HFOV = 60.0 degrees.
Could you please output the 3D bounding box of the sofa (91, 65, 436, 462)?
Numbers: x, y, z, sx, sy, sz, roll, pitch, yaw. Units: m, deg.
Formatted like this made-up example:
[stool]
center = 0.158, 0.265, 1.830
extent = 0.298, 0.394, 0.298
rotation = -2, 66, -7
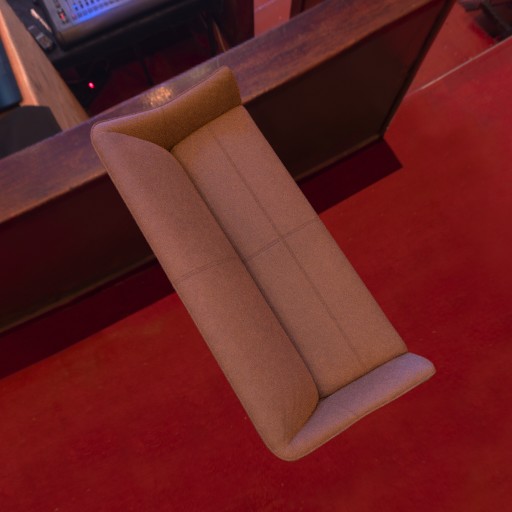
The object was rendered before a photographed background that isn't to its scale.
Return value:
[sofa]
center = 0.000, 0.000, 2.387
extent = 0.869, 0.830, 1.928
rotation = -31, 79, -7
